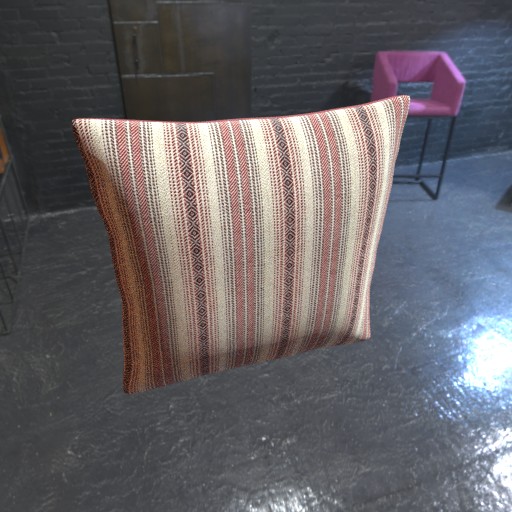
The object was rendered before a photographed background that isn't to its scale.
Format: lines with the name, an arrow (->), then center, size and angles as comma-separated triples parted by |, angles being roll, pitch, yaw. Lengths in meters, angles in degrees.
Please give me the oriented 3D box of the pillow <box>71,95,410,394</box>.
pillow -> 0.000, 0.000, 0.760 | 0.513, 0.497, 0.166 | -9, 33, -15
